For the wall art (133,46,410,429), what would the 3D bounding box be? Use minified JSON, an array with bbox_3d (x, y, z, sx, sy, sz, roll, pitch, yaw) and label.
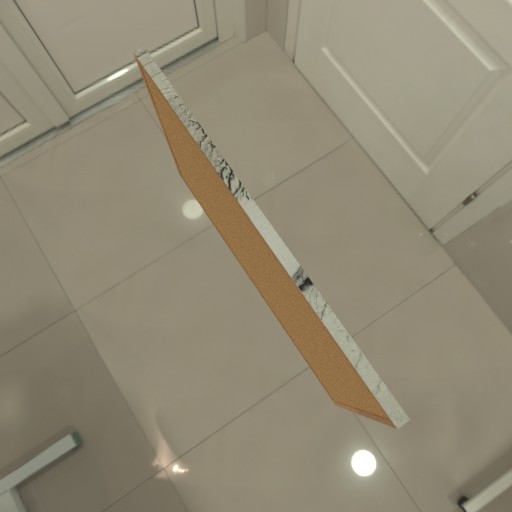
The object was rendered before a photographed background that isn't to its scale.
[{"bbox_3d":[0.000,0.000,1.436,0.035,0.758,1.141,-33,77,-8],"label":"wall art"}]
